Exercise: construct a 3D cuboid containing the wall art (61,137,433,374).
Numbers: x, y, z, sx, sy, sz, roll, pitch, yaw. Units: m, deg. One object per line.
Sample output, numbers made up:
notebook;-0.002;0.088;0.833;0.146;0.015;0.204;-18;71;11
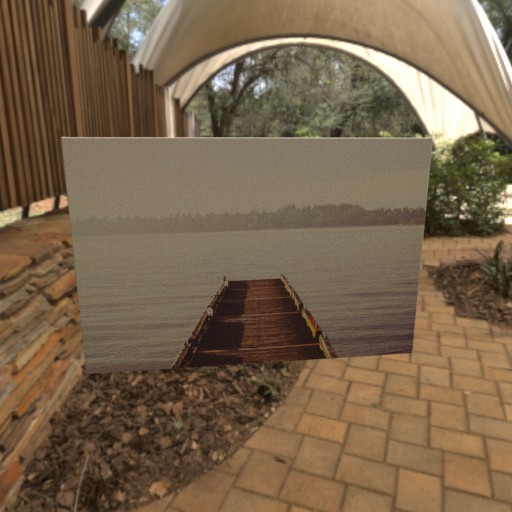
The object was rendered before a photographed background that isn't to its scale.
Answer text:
wall art;0.000;0.000;1.176;0.916;0.609;0.037;-2;14;-7
